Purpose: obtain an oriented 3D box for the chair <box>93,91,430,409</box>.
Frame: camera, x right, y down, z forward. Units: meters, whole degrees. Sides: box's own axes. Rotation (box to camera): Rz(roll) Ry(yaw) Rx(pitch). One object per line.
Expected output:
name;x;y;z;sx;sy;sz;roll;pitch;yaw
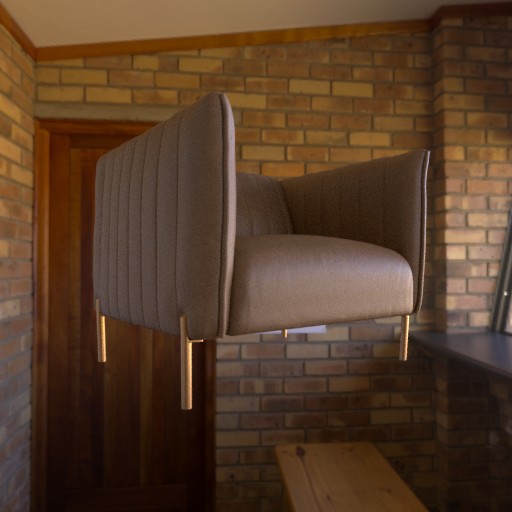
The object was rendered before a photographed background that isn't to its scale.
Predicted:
chair;0.000;0.000;1.633;0.981;0.779;0.876;1;-1;-38
